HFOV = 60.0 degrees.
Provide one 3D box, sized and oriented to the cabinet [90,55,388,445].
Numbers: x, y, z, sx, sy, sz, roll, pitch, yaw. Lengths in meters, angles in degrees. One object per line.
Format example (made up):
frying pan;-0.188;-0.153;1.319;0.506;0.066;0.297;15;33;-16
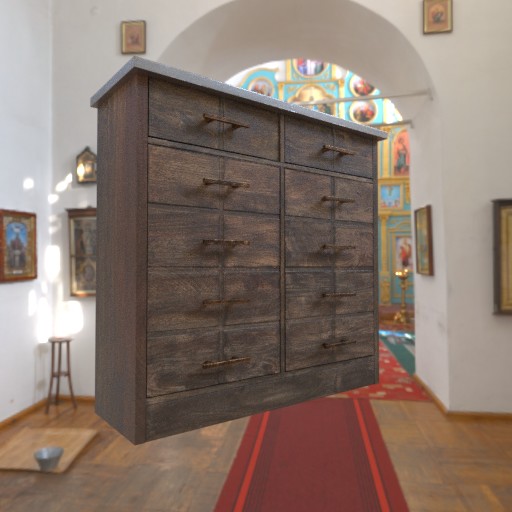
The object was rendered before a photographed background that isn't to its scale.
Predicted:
cabinet;0.000;0.000;1.450;0.968;0.919;0.338;1;-2;-37
